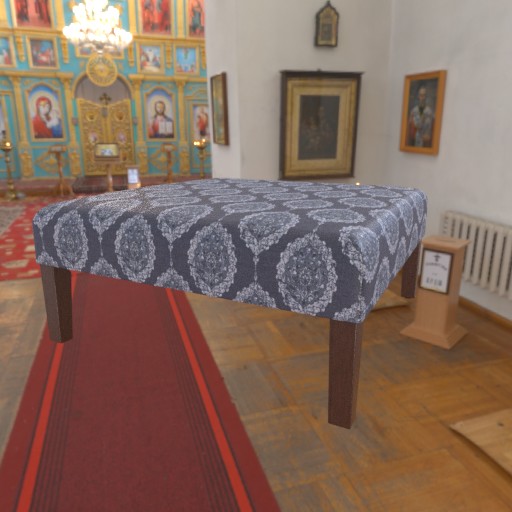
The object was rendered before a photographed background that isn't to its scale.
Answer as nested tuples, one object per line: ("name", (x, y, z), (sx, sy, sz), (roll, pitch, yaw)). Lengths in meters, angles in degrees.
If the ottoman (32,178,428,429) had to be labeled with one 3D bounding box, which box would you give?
("ottoman", (0.000, 0.000, 1.386), (0.889, 0.409, 0.890), (8, 17, 26))
